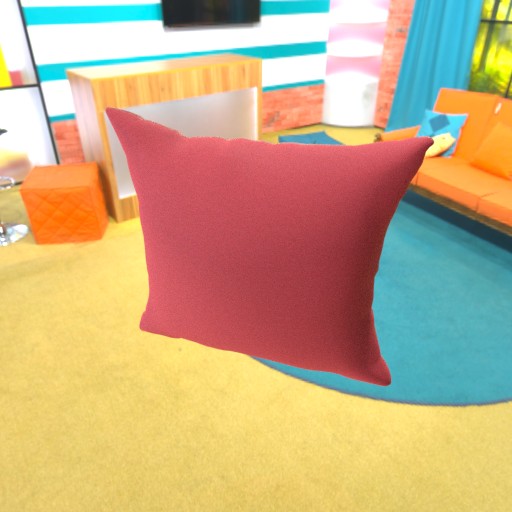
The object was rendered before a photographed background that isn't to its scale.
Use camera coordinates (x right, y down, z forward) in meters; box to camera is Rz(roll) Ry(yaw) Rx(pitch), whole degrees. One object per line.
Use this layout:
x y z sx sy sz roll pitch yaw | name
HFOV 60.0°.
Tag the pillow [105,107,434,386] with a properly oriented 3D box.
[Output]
0.000 0.000 0.820 0.559 0.501 0.229 9 33 15 | pillow
